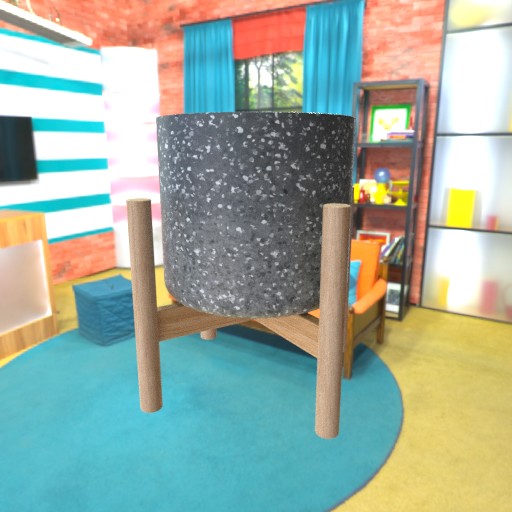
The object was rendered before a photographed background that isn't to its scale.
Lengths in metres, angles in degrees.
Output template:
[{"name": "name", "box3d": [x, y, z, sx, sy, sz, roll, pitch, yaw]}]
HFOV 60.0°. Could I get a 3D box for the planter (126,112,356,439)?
[{"name": "planter", "box3d": [0.000, 0.000, 0.541, 0.284, 0.320, 0.284, -2, 14, -9]}]
